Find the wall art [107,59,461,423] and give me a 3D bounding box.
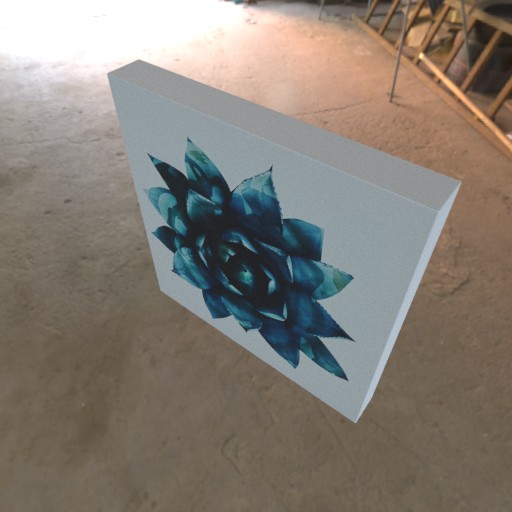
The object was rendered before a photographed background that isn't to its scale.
[{"bbox_3d":[0.000,0.000,0.449,0.305,0.305,0.038,29,53,25],"label":"wall art"}]
